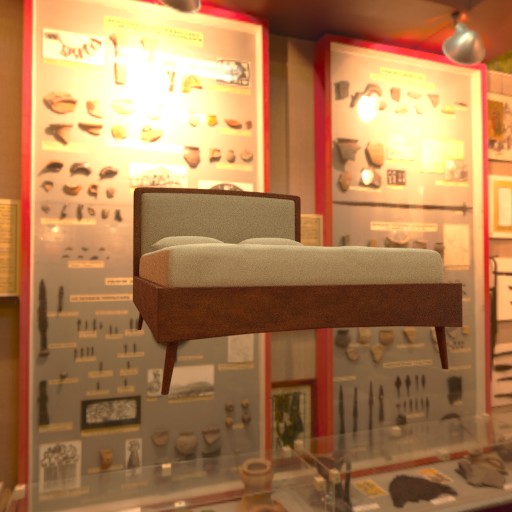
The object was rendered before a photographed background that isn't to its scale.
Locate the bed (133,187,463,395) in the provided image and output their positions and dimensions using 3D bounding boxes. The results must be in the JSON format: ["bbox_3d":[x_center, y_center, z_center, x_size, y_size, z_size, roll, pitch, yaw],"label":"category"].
[{"bbox_3d":[0.000,0.000,3.157,1.587,1.275,2.196,0,-1,-18],"label":"bed"}]
